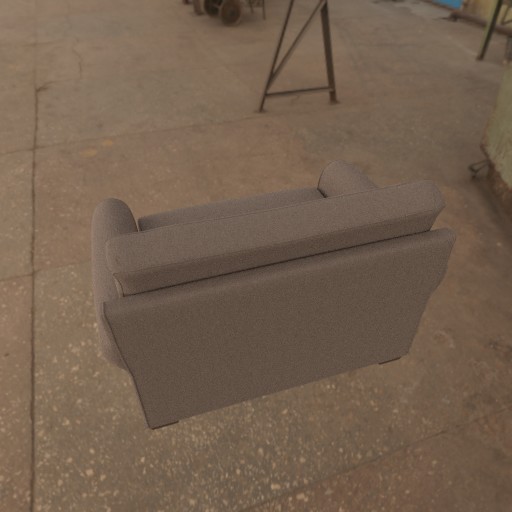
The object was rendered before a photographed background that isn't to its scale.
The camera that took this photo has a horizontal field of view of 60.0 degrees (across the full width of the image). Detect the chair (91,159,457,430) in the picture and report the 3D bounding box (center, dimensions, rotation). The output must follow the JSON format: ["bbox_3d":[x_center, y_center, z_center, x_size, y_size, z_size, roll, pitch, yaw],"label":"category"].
[{"bbox_3d":[0.000,0.000,2.022,1.390,0.930,0.930,-12,42,-13],"label":"chair"}]
